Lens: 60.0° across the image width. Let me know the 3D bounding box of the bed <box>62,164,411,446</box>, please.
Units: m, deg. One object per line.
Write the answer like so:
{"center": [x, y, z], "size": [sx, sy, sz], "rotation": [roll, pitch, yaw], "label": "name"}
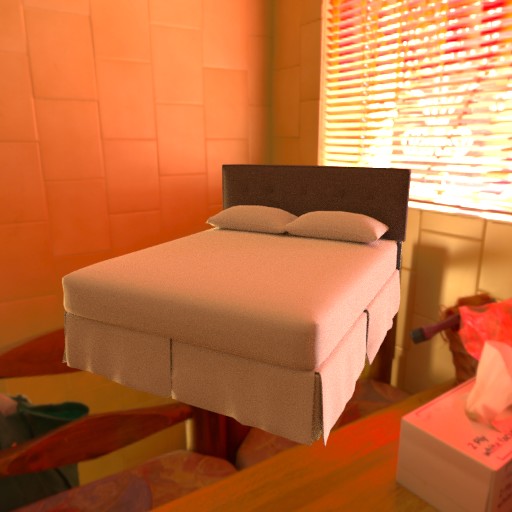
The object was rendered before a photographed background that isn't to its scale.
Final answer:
{"center": [0.000, 0.000, 2.889], "size": [1.610, 1.089, 1.894], "rotation": [7, 16, 27], "label": "bed"}
